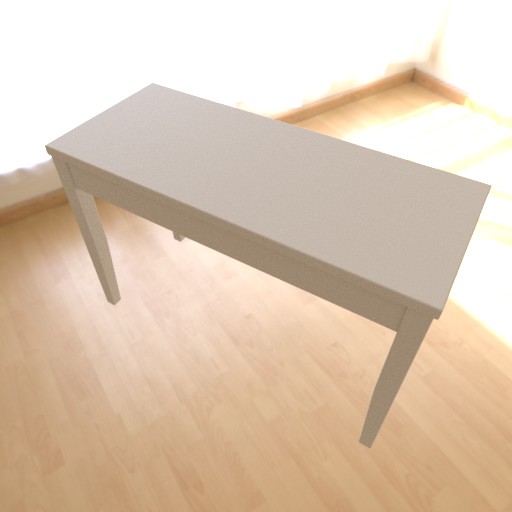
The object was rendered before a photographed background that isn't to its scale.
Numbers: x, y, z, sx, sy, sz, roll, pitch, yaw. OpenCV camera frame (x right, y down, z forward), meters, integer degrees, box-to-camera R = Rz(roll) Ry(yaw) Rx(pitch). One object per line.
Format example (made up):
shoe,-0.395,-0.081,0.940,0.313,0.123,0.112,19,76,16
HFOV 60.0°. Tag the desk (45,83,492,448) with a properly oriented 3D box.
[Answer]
desk,0.000,0.000,1.572,1.220,0.775,0.508,24,50,21
